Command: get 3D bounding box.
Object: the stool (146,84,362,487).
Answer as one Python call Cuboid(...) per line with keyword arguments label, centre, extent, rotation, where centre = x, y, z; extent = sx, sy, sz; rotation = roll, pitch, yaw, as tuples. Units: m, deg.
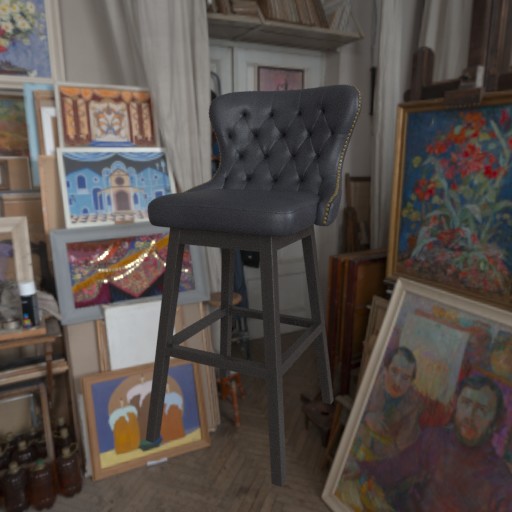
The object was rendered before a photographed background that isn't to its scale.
Cuboid(label="stool", centre=(0.000, 0.000, 1.377), extent=(0.528, 1.050, 0.601), rotation=(6, 14, 25))
